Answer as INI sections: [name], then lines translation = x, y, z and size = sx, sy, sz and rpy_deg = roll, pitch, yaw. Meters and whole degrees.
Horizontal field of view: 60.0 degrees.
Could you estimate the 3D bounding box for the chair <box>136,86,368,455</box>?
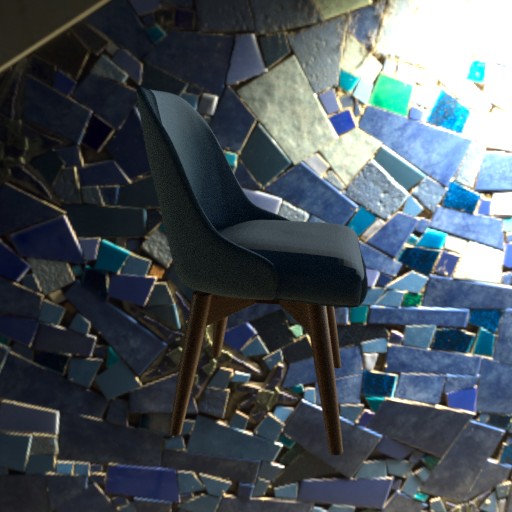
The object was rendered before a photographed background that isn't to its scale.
[chair]
translation = 0.000, 0.000, 1.238
size = 0.589, 0.882, 0.503
rpy_deg = 3, 16, 9
